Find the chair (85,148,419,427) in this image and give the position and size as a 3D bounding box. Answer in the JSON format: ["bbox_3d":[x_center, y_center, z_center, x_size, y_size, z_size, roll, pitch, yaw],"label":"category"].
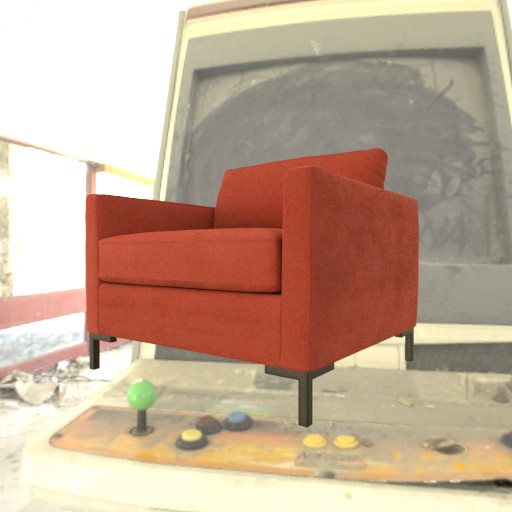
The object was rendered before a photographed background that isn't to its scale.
[{"bbox_3d":[0.000,0.000,1.647,0.964,0.812,0.875,0,1,36],"label":"chair"}]
